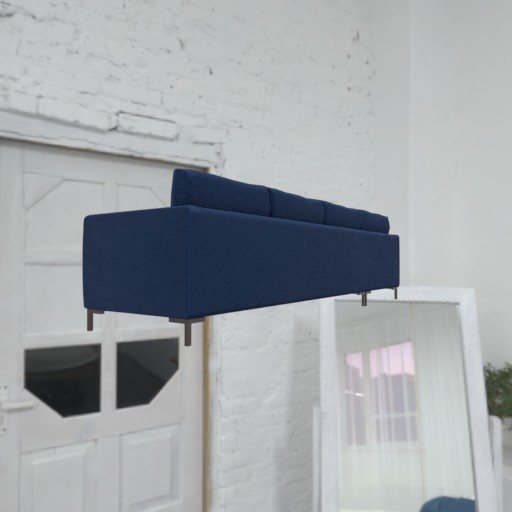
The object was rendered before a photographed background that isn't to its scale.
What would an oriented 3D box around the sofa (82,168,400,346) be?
[{"bbox_3d":[0.000,0.000,2.891,1.128,0.679,2.450,0,-1,35],"label":"sofa"}]
